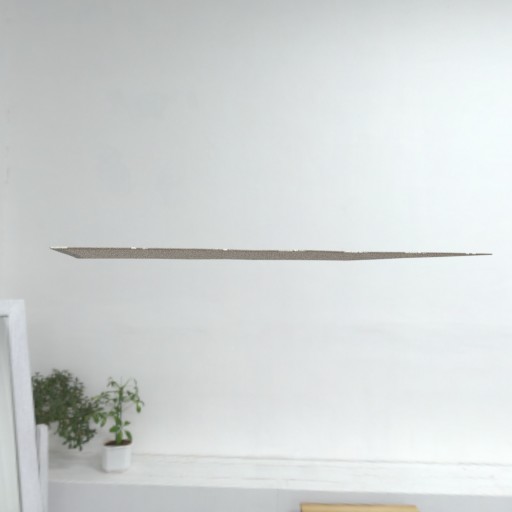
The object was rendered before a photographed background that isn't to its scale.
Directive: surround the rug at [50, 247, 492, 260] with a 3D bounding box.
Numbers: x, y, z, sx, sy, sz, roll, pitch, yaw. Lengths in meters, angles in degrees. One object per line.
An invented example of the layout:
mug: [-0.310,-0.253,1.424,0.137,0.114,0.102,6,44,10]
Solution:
rug: [0.000,0.000,4.345,3.419,0.020,2.441,1,-2,-18]
